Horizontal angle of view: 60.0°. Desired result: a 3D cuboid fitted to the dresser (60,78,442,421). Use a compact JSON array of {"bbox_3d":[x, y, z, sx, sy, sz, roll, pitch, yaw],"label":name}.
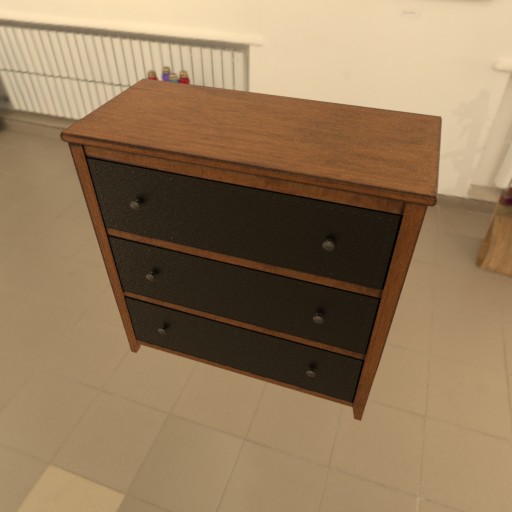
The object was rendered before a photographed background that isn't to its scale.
[{"bbox_3d":[0.000,0.000,1.972,1.250,1.224,0.591,13,42,14],"label":"dresser"}]
